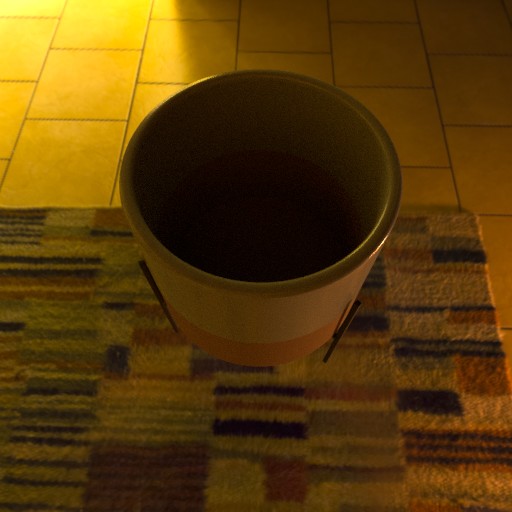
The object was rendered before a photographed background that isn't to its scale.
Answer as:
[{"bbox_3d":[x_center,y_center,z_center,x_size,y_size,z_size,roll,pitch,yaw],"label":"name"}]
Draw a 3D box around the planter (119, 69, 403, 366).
[{"bbox_3d":[0.000,0.000,0.750,0.360,0.480,0.348,-17,64,-8],"label":"planter"}]
